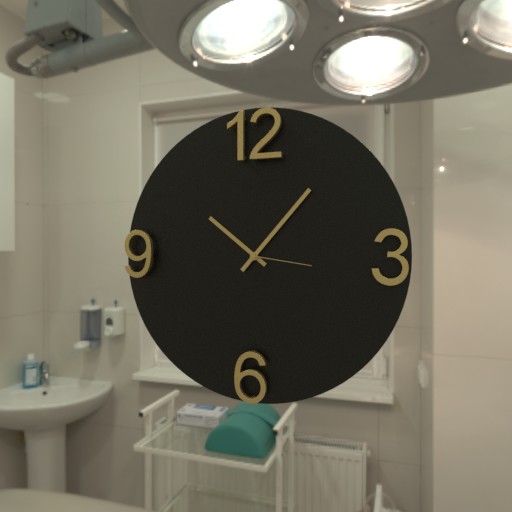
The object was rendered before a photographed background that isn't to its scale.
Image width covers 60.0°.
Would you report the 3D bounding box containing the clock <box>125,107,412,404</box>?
[{"bbox_3d":[0.000,0.000,0.683,0.454,0.454,0.038,0,0,18],"label":"clock"}]
